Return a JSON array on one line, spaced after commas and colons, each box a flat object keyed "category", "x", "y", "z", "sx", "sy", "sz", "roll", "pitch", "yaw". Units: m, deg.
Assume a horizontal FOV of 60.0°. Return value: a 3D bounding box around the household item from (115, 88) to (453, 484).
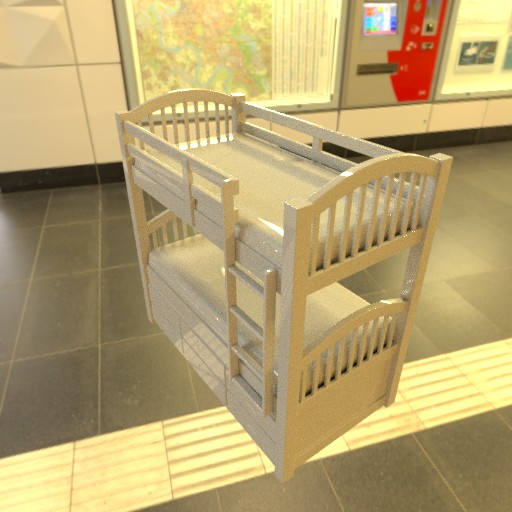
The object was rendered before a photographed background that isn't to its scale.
[{"category": "household item", "x": 0.000, "y": 0.000, "z": 3.271, "sx": 1.143, "sy": 2.032, "sz": 2.032, "roll": -21, "pitch": 37, "yaw": -30}]
